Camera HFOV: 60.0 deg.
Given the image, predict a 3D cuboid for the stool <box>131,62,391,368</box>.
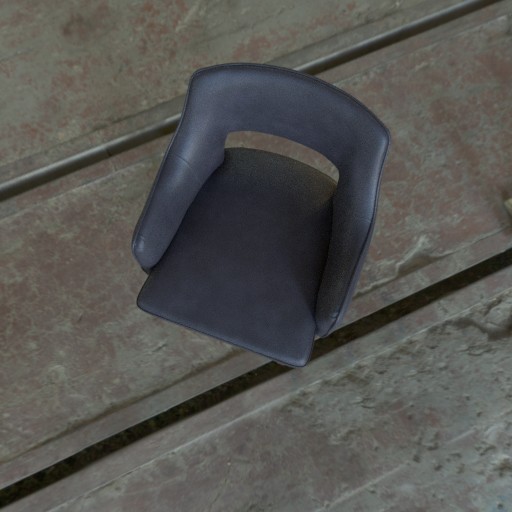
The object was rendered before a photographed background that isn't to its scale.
[{"bbox_3d":[0.000,0.000,1.344,0.550,1.041,0.560,19,76,5],"label":"stool"}]
